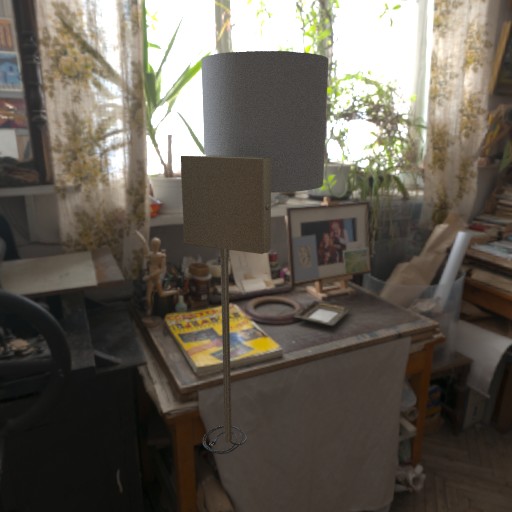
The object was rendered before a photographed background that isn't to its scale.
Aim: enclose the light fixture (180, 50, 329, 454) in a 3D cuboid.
[{"bbox_3d":[0.000,0.000,0.716,0.188,0.589,0.248,8,18,24],"label":"light fixture"}]
